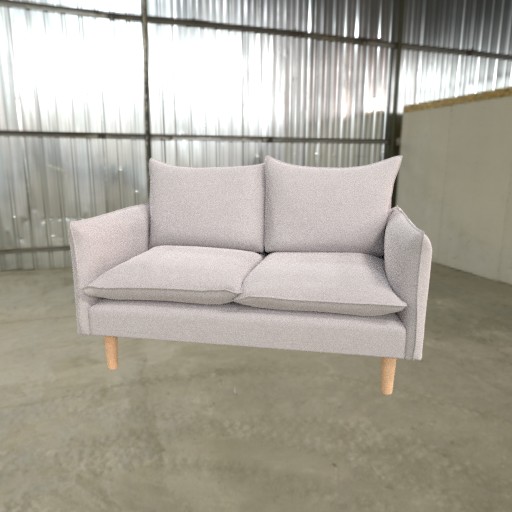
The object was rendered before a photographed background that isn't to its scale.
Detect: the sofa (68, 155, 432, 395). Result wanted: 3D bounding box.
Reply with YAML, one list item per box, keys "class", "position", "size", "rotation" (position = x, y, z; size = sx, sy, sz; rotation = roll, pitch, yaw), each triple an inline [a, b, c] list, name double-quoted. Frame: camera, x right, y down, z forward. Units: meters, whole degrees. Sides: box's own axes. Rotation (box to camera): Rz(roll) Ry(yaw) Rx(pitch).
- class: "sofa"
  position: [0.000, 0.000, 1.897]
  size: [1.300, 0.840, 0.820]
  rotation: [2, 13, 10]
